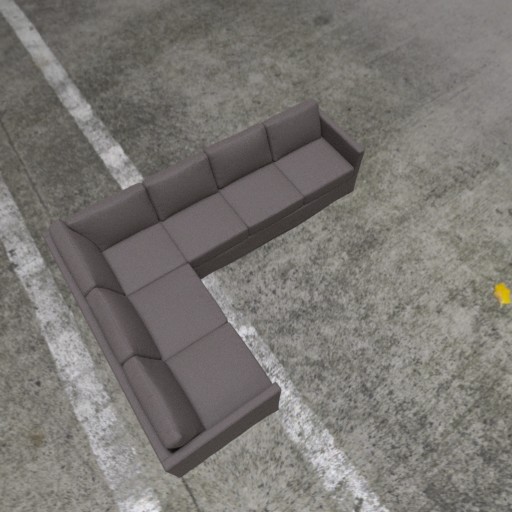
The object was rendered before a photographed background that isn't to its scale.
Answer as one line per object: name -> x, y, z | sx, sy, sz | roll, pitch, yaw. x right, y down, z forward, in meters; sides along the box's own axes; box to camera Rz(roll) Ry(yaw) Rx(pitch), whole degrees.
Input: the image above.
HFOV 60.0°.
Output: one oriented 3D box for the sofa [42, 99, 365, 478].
sofa -> 0.000, 0.000, 4.250 | 3.182, 0.871, 2.432 | -31, 64, -17
